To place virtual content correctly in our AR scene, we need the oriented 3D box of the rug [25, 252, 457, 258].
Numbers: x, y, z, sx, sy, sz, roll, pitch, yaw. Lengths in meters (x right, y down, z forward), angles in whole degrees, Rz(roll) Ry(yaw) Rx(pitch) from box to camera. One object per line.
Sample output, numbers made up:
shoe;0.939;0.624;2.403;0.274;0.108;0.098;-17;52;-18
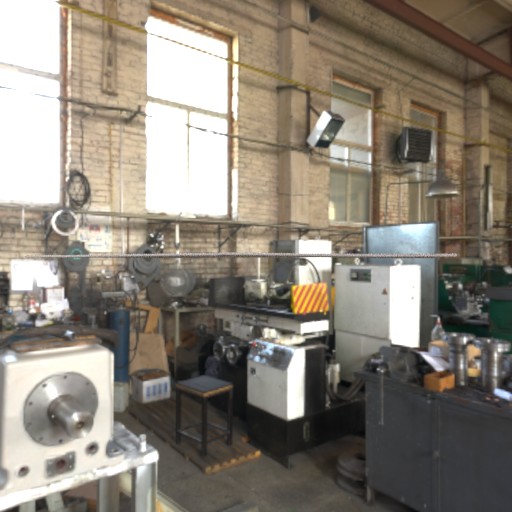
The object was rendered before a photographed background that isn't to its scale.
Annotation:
rug;0.000;0.000;2.957;2.307;0.030;1.604;0;0;19
